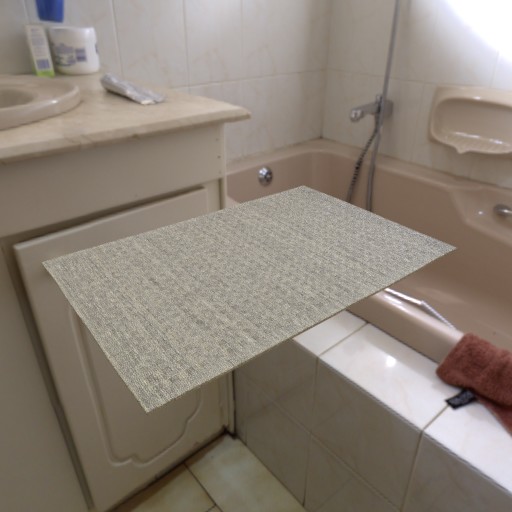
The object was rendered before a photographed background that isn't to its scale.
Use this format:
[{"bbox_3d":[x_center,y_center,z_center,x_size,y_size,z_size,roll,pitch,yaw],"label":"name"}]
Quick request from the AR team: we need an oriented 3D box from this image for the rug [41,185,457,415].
[{"bbox_3d":[0.000,0.000,2.923,2.297,0.018,1.532,-21,35,-32],"label":"rug"}]
